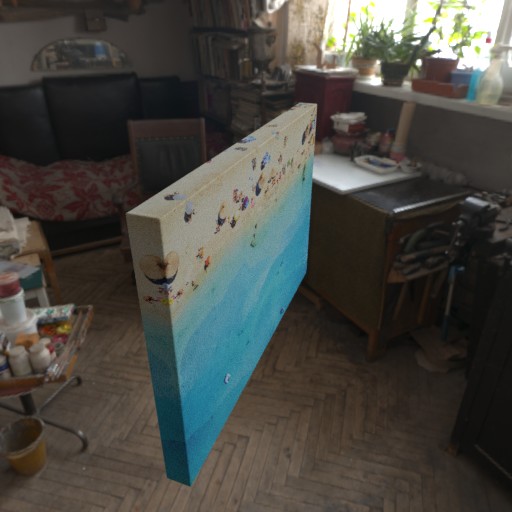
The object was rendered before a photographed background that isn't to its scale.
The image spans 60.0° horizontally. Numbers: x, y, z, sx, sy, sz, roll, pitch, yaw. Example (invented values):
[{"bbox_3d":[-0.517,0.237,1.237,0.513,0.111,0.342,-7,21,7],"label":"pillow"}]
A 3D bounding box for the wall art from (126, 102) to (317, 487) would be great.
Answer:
[{"bbox_3d":[0.000,0.000,0.767,0.039,0.406,0.609,10,31,18],"label":"wall art"}]
